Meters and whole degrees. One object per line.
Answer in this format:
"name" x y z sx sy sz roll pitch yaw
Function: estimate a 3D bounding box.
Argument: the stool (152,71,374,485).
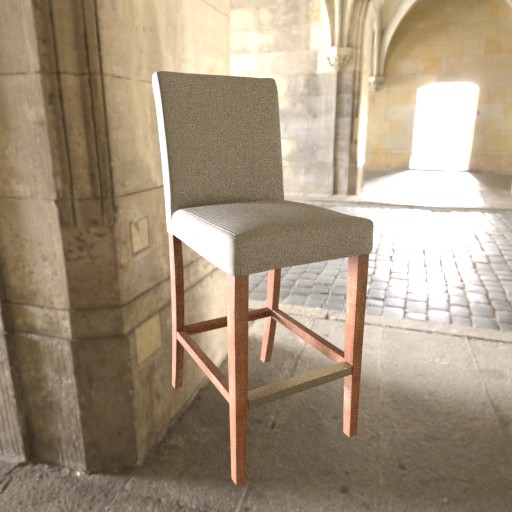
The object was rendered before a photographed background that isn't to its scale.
"stool" 0.000 0.000 1.367 0.439 1.088 0.570 -9 18 -28
